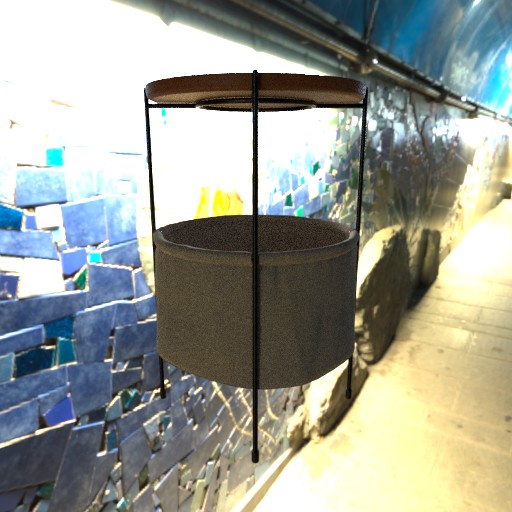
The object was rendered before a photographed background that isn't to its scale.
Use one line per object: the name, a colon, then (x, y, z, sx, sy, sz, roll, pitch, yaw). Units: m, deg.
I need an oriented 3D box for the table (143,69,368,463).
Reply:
table: (0.000, 0.000, 0.870, 0.393, 0.623, 0.393, -14, 20, -43)
